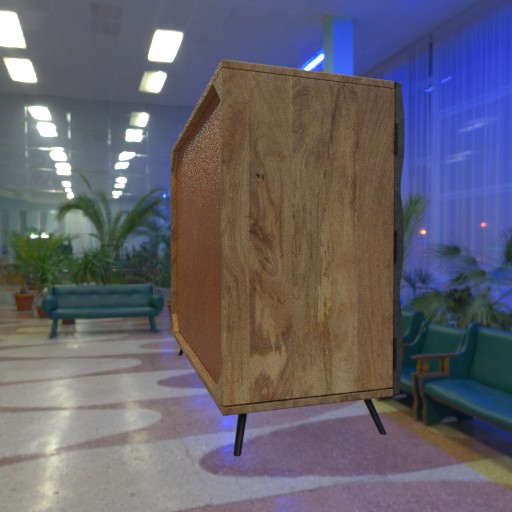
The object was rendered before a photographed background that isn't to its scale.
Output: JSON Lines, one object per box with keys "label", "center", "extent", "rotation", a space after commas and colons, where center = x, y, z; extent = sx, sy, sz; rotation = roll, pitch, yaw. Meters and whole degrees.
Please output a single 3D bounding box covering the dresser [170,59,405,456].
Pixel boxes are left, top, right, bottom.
{"label": "dresser", "center": [0.000, 0.000, 1.458], "extent": [0.446, 0.847, 0.967], "rotation": [0, 1, -17]}
